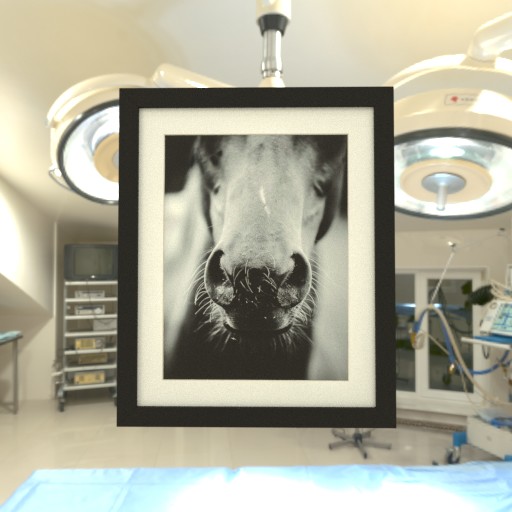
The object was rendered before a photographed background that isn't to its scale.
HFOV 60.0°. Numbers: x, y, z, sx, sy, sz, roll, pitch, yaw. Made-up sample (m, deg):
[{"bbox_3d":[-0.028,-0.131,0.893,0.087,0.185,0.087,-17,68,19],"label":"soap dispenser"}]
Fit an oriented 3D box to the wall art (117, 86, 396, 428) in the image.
[{"bbox_3d":[0.000,0.000,0.538,0.329,0.404,0.024,0,-1,1],"label":"wall art"}]
